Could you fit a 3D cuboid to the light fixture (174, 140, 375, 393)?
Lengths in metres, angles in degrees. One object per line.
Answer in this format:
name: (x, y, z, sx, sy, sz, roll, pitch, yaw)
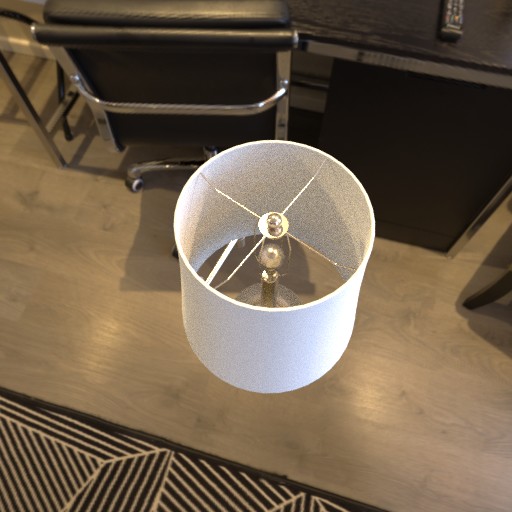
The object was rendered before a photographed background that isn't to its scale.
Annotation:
light fixture: (0.000, 0.000, 0.585, 0.223, 0.381, 0.348, -13, 63, -7)
